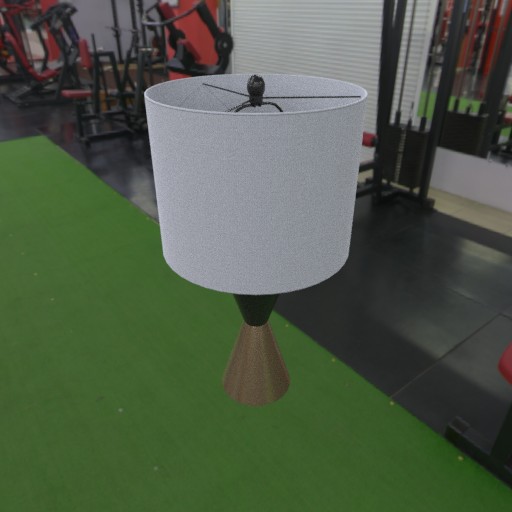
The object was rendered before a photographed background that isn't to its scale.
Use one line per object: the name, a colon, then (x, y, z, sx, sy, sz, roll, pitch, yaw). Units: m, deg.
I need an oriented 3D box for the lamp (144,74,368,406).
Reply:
lamp: (0.000, 0.000, 0.749, 0.304, 0.573, 0.304, -19, 35, -30)
